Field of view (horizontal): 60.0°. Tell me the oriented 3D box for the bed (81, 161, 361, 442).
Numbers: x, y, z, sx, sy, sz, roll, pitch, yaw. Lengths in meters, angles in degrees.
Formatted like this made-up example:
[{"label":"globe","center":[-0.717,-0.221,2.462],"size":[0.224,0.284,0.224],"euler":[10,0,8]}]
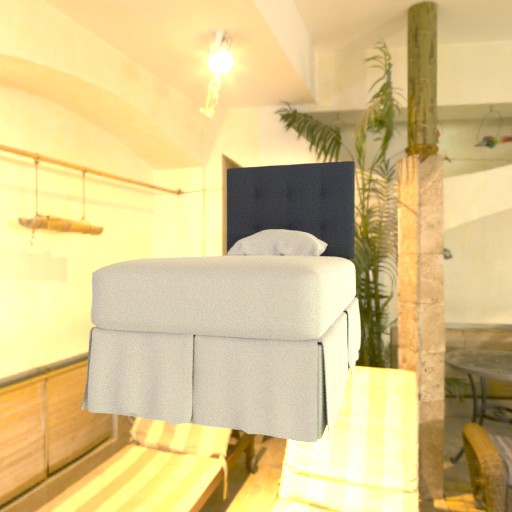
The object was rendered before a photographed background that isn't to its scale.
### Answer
[{"label":"bed","center":[0.000,0.000,2.966],"size":[1.261,1.571,1.997],"euler":[0,1,17]}]
